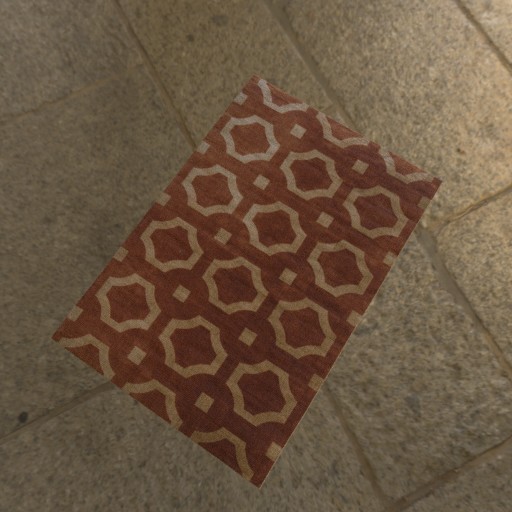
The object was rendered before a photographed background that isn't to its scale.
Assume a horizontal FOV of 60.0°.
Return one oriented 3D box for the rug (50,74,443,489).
[{"bbox_3d":[0.000,0.000,2.886,1.555,0.016,2.286,32,77,8],"label":"rug"}]
